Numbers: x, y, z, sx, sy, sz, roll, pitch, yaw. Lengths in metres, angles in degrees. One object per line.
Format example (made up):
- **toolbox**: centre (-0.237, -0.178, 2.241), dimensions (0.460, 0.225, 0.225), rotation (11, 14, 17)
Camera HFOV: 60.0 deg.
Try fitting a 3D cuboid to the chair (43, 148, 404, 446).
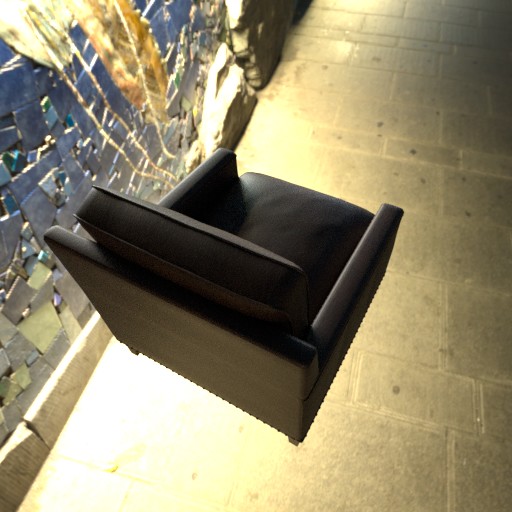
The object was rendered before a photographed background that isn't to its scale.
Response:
- **chair**: centre (0.000, 0.000, 1.669), dimensions (0.853, 0.929, 1.014), rotation (23, 51, 20)
